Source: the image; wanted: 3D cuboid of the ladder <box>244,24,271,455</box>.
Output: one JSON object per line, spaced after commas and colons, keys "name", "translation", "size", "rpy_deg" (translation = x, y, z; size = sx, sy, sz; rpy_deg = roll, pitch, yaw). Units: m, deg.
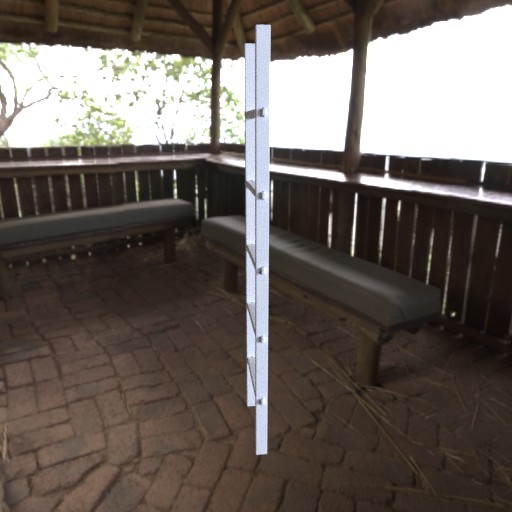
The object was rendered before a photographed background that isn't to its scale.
{"name": "ladder", "translation": [0.000, 0.000, 1.989], "size": [0.051, 1.797, 0.452], "rpy_deg": [-2, 16, -7]}
